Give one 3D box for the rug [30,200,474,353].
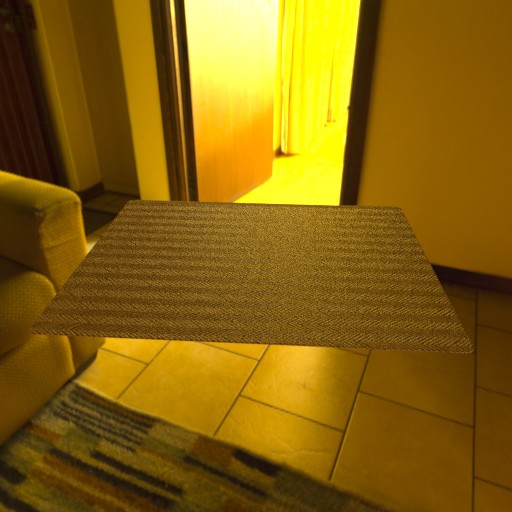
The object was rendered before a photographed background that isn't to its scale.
[{"bbox_3d":[0.000,0.000,4.195,3.207,0.014,2.439,2,31,3],"label":"rug"}]
